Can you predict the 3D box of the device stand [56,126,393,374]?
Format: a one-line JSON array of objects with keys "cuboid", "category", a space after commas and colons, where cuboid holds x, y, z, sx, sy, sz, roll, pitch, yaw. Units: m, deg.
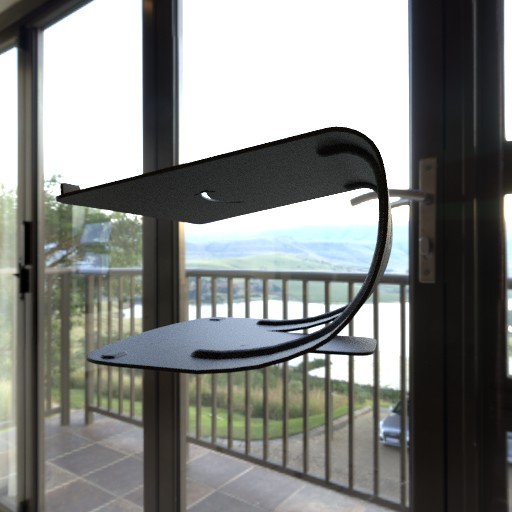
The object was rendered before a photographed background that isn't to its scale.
[{"cuboid": [0.000, 0.000, 0.404, 0.236, 0.155, 0.256, 0, 0, 18], "category": "device stand"}]
